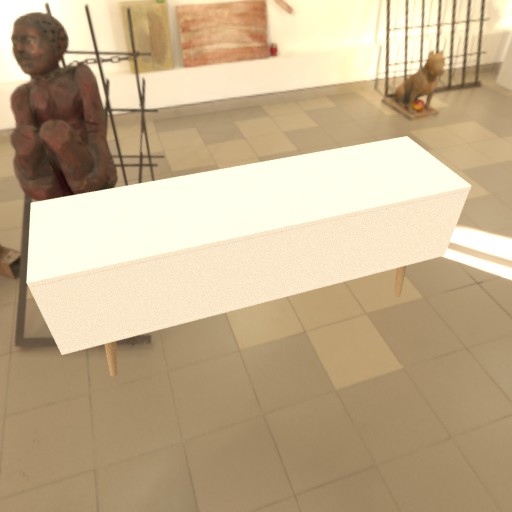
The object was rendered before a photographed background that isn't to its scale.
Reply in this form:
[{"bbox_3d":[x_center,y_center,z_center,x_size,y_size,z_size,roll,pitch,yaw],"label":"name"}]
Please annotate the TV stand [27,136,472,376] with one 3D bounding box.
[{"bbox_3d":[0.000,0.000,1.647,1.398,0.560,0.401,-13,43,-14],"label":"TV stand"}]
